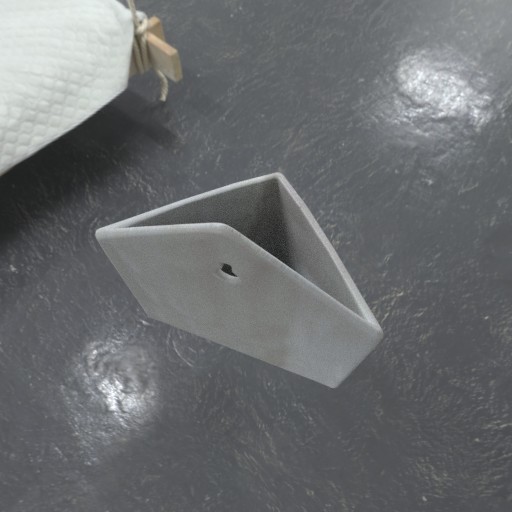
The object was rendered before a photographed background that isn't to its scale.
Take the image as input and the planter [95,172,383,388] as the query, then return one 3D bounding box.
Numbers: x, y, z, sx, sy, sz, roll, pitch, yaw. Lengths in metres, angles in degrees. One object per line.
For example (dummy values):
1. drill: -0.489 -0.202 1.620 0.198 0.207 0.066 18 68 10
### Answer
1. planter: 0.000 0.000 0.279 0.163 0.194 0.080 19 65 9
